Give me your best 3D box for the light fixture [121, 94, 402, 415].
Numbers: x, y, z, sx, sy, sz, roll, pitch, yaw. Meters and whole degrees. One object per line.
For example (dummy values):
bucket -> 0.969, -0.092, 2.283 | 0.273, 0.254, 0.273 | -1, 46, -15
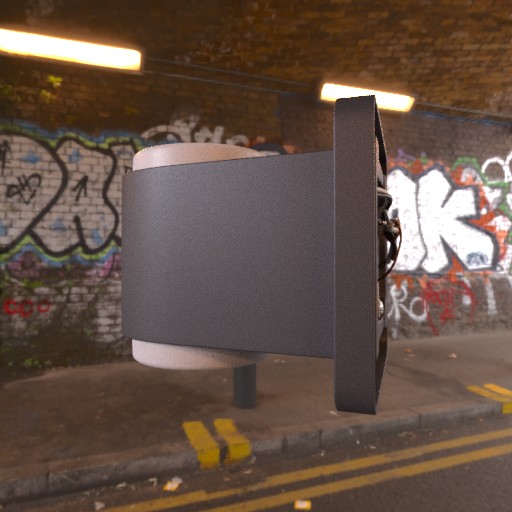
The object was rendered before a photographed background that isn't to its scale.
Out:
light fixture -> 0.000, 0.000, 0.210 | 0.132, 0.109, 0.109 | 0, 0, 19
